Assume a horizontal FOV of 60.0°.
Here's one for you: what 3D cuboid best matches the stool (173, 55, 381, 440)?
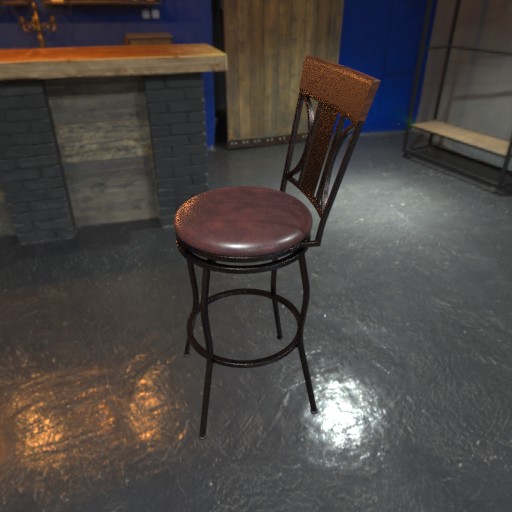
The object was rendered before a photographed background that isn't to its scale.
[{"bbox_3d":[0.000,0.000,1.437,0.513,1.130,0.448,-8,32,-13],"label":"stool"}]
